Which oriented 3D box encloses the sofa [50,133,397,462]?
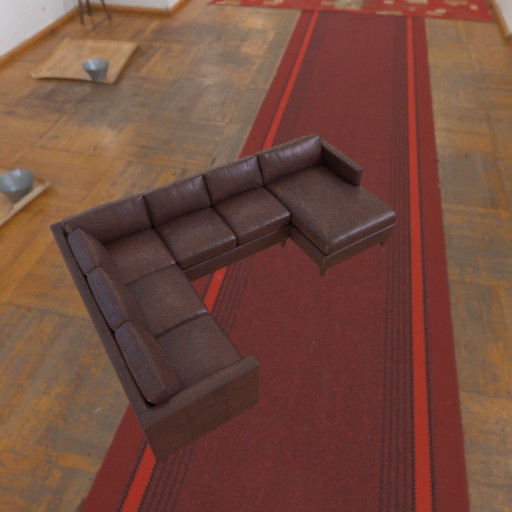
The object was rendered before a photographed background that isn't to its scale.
[{"bbox_3d":[0.000,0.000,4.510,3.324,0.891,2.452,-24,50,-22],"label":"sofa"}]
